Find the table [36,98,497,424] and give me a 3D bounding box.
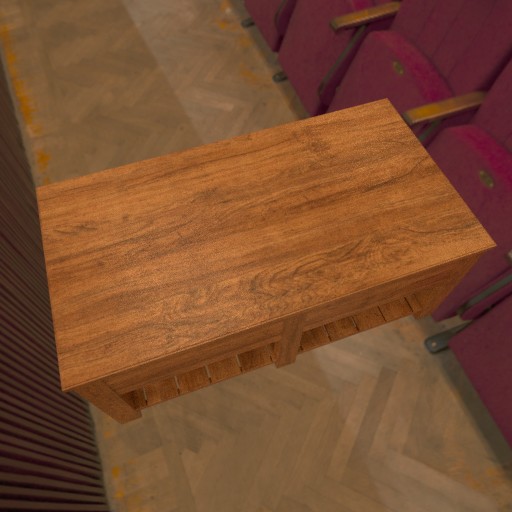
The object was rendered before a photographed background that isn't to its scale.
[{"bbox_3d":[0.000,0.000,1.449,1.150,0.480,0.635,-17,61,-10],"label":"table"}]
